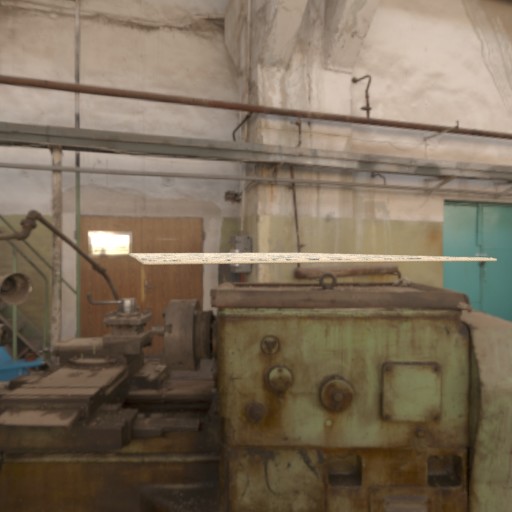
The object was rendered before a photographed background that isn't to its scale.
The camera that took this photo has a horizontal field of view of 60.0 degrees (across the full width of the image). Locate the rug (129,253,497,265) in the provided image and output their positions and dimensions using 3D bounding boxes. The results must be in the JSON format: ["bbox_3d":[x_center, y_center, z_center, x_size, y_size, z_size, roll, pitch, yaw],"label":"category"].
[{"bbox_3d":[0.000,0.000,2.256,1.213,0.012,1.831,0,1,-17],"label":"rug"}]
